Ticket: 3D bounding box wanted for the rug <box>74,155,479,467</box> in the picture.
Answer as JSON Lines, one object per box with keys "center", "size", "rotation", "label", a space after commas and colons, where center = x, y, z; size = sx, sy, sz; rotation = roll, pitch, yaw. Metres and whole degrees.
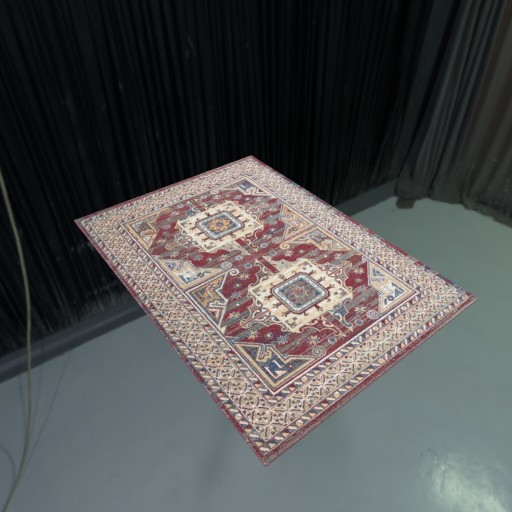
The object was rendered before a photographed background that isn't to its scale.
{"center": [0.000, 0.000, 2.899], "size": [1.599, 0.011, 2.210], "rotation": [-27, 47, -28], "label": "rug"}
